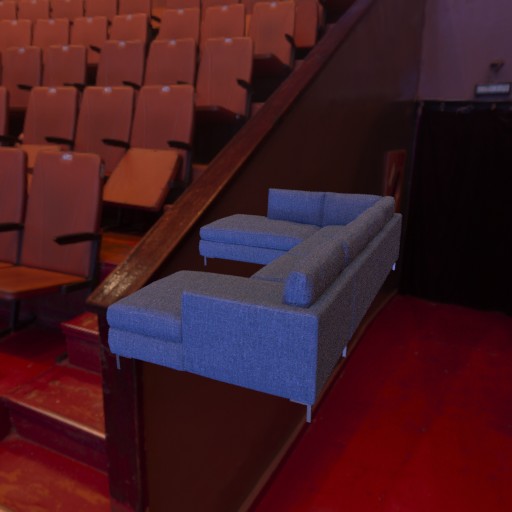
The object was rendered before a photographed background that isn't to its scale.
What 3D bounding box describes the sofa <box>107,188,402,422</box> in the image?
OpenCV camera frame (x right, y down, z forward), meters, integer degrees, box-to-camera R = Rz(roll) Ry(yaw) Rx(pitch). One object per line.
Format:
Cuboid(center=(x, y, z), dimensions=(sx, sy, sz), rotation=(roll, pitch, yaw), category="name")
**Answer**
Cuboid(center=(0.000, 0.000, 3.560), dimensions=(1.879, 0.753, 2.737), rotation=(8, 18, 24), category="sofa")
